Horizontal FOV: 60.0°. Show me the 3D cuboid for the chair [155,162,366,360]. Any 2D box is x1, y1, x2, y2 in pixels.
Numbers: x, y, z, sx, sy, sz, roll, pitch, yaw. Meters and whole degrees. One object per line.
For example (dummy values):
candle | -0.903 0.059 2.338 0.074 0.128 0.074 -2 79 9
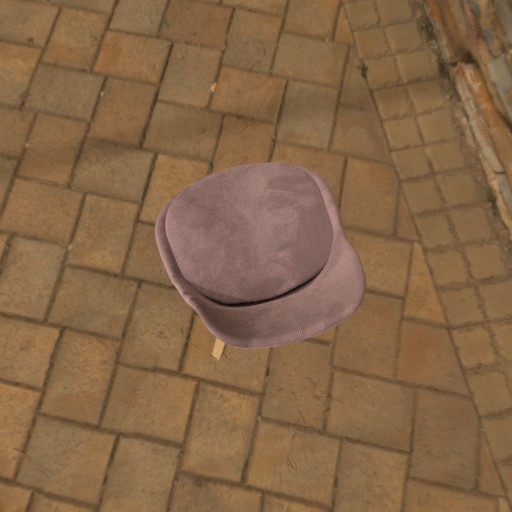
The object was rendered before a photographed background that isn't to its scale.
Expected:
chair | 0.000 0.000 1.212 0.485 0.850 0.550 -16 75 -5
